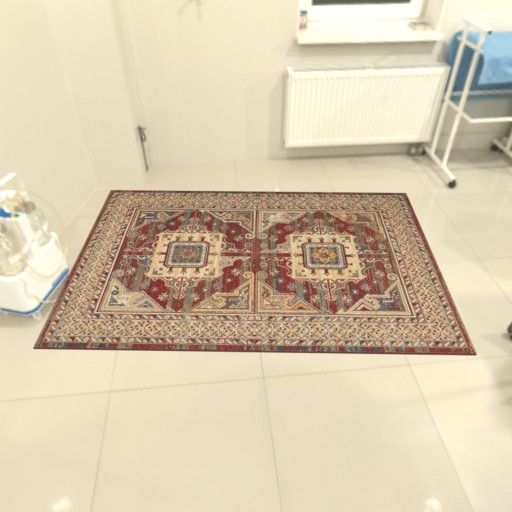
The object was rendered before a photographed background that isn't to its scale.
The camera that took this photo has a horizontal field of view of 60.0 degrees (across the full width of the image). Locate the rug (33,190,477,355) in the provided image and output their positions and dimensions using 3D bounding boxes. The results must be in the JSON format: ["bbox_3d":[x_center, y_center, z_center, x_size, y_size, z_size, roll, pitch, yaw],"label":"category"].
[{"bbox_3d":[0.000,0.000,5.724,4.578,0.033,3.033,1,41,1],"label":"rug"}]
